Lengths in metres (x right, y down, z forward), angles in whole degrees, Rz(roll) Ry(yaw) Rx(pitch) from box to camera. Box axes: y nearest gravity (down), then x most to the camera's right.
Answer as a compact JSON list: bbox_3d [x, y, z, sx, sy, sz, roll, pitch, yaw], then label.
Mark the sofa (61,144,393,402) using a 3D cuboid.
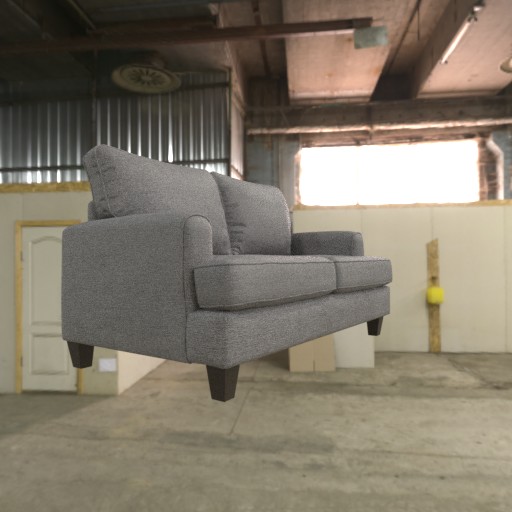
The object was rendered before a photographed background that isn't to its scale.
[{"bbox_3d":[0.000,0.000,2.313,0.965,0.965,1.651,0,0,35],"label":"sofa"}]
